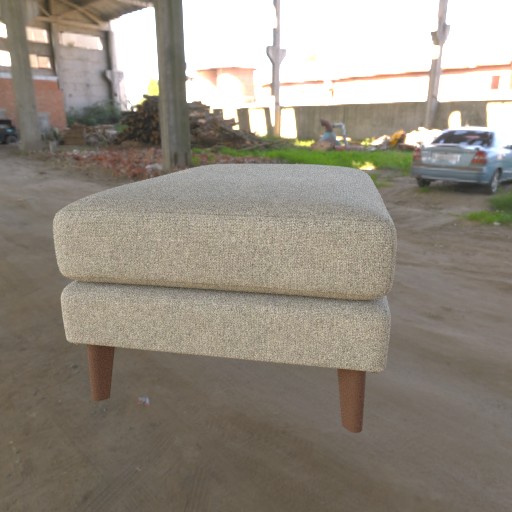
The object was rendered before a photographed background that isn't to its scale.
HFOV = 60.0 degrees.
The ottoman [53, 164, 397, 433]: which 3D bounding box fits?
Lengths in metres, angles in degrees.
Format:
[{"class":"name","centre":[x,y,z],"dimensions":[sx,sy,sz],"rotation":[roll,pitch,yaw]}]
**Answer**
[{"class":"ottoman","centre":[0.000,0.000,1.164],"dimensions":[0.611,0.441,0.821],"rotation":[3,17,10]}]
